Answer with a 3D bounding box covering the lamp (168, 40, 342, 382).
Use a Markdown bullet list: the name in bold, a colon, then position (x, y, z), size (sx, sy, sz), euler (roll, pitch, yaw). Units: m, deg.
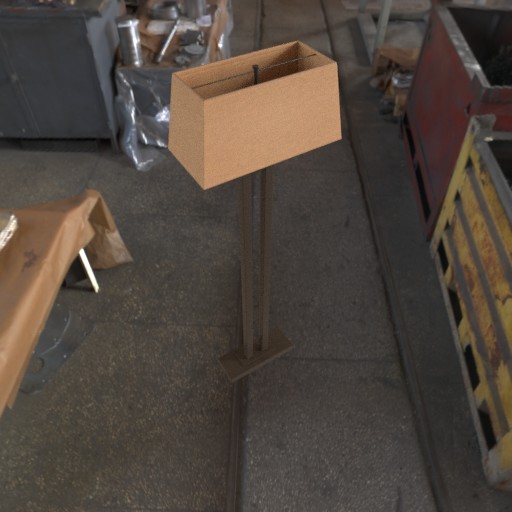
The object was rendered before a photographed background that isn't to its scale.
- **lamp**: position (0.000, 0.000, 1.707), size (0.475, 1.469, 0.233), euler (-24, 51, -21)
